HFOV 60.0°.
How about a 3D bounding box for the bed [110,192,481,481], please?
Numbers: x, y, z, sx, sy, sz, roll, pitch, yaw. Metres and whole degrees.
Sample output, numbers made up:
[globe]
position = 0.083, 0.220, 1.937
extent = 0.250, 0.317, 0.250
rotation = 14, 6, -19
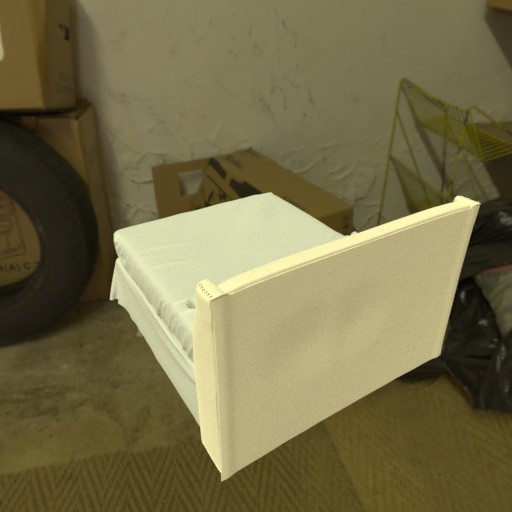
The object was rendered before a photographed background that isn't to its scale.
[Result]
[bed]
position = 0.000, 0.000, 3.459
extent = 1.925, 1.332, 2.276
rotation = -18, 35, -27
